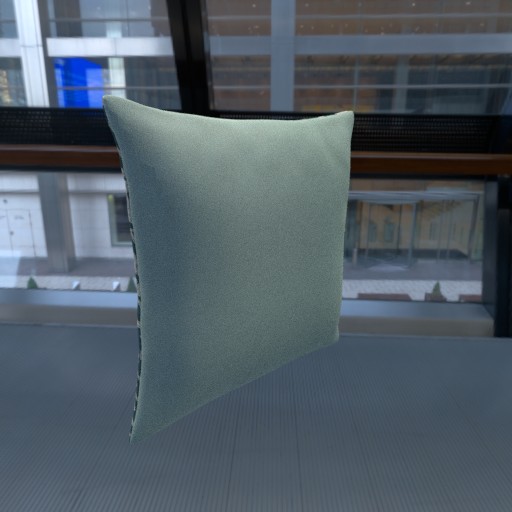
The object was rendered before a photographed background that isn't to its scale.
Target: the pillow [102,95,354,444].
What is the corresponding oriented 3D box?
[{"bbox_3d":[0.000,0.000,0.784,0.525,0.508,0.166,-14,21,-41],"label":"pillow"}]
